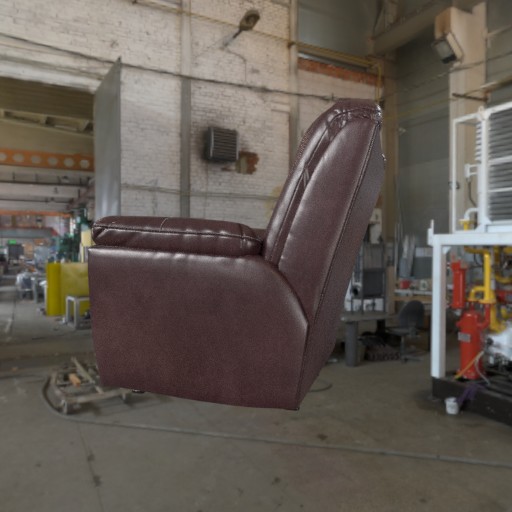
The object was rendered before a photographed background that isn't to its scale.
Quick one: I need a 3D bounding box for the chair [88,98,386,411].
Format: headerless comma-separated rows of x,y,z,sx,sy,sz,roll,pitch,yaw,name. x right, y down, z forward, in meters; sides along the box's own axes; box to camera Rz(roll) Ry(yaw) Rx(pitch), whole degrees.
0.000,0.000,1.875,1.041,1.093,0.990,0,1,17,chair
